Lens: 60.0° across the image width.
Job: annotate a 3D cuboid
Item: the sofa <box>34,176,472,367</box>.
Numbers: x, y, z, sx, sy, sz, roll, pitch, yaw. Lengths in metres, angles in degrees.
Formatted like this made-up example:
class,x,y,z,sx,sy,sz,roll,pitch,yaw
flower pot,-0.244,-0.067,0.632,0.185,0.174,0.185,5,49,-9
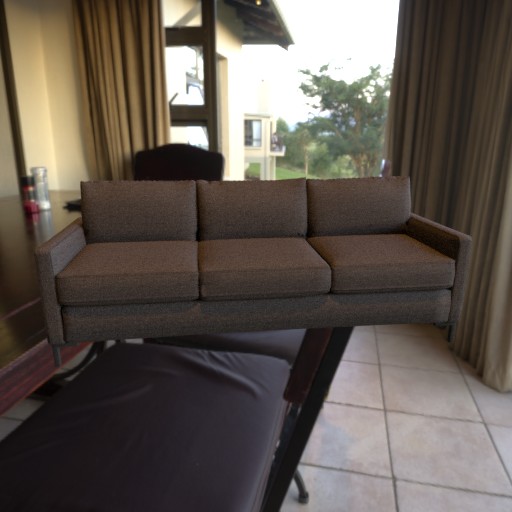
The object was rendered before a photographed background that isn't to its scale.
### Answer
class,x,y,z,sx,sy,sz,roll,pitch,yaw
sofa,0.000,0.000,2.658,2.253,0.882,0.876,-2,16,-7
